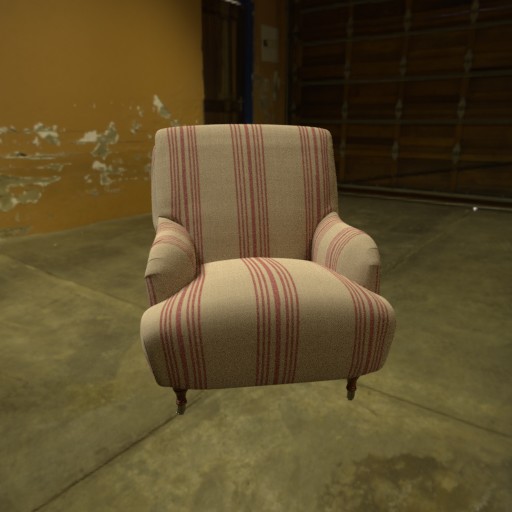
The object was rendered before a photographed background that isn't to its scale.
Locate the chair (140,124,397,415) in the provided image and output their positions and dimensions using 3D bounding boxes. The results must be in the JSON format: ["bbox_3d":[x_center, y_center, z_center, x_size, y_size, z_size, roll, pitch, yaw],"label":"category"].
[{"bbox_3d":[0.000,0.000,1.950,0.933,1.123,1.058,-2,16,-8],"label":"chair"}]
